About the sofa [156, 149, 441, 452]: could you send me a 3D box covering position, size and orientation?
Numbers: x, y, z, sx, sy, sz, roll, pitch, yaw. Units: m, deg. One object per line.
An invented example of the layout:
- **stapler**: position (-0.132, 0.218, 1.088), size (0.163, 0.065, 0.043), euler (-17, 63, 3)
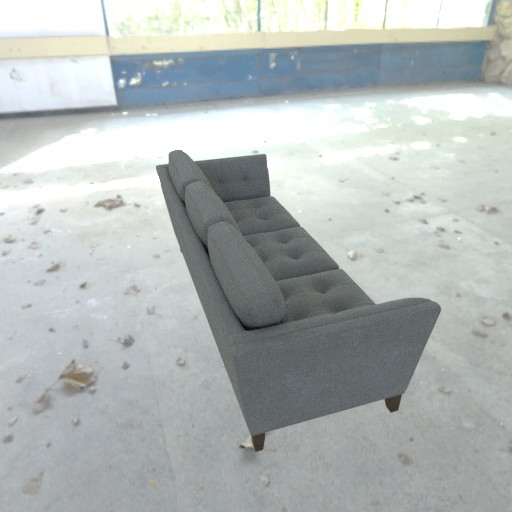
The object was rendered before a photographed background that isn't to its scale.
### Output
- **sofa**: position (0.000, 0.000, 2.964), size (0.965, 0.940, 2.387), euler (-9, 31, -16)
